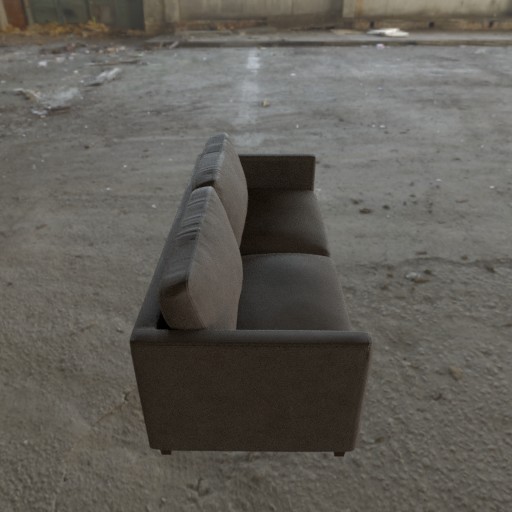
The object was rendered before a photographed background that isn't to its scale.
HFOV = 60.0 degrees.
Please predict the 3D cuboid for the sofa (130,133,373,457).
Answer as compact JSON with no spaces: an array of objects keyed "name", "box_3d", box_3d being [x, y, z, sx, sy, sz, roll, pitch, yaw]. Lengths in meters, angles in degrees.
[{"name":"sofa","box_3d":[0.000,0.000,2.703,0.951,0.965,2.208,0,32,1]}]
